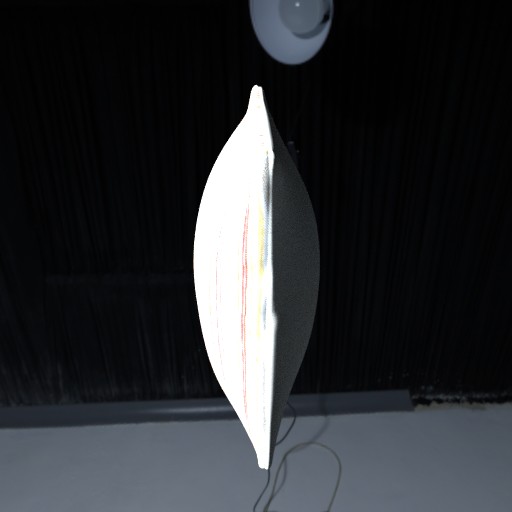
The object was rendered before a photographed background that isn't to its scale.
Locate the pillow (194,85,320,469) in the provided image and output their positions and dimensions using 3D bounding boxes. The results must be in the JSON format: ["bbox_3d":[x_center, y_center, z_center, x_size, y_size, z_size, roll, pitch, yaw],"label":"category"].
[{"bbox_3d":[0.000,0.000,0.693,0.191,0.449,0.451,0,28,-1],"label":"pillow"}]
